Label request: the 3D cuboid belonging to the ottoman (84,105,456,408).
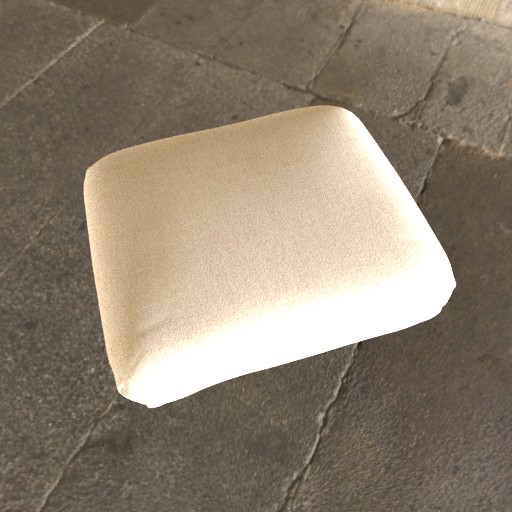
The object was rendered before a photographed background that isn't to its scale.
[{"bbox_3d":[0.000,0.000,1.131,0.747,0.450,0.622,-15,60,-9],"label":"ottoman"}]
